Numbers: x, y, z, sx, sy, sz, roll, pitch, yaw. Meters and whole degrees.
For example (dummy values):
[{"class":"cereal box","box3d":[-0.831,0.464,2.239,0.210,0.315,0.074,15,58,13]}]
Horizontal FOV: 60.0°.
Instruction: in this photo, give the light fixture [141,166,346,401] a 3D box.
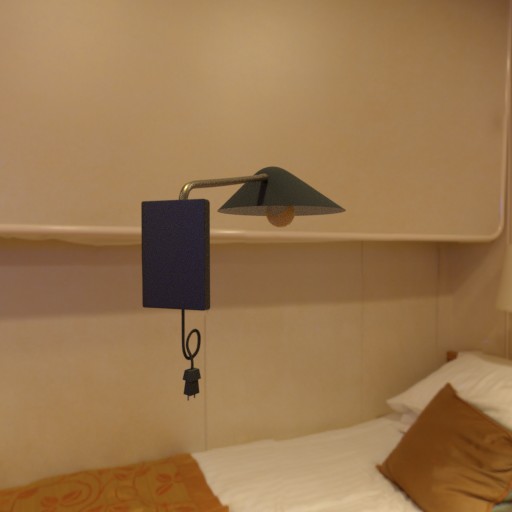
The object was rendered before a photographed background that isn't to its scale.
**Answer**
[{"class":"light fixture","box3d":[0.000,0.000,0.706,0.240,0.312,0.516,0,1,20]}]
